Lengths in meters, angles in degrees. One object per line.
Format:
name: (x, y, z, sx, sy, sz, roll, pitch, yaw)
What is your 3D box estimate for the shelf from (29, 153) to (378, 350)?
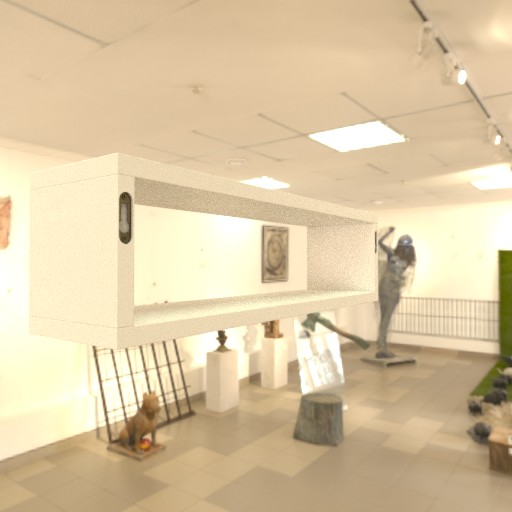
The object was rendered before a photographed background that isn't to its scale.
shelf: (0.000, 0.000, 0.672, 0.150, 0.170, 0.610, -1, -1, 36)
